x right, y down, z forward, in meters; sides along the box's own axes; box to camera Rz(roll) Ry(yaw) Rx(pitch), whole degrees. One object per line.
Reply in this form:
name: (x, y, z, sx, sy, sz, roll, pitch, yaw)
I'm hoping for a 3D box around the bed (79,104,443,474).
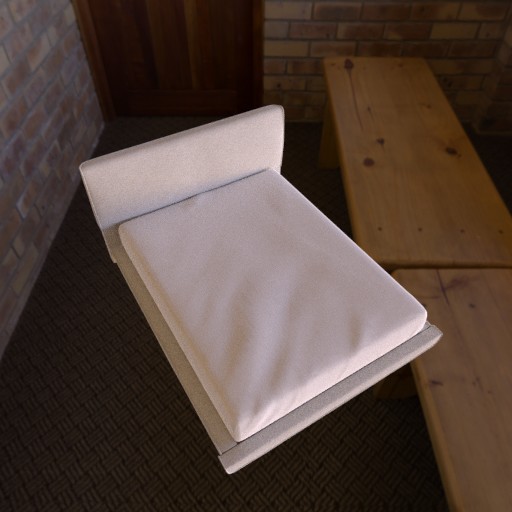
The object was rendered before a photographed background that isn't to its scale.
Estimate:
bed: (0.000, 0.000, 3.670, 1.980, 1.126, 2.498, -24, 51, -21)
